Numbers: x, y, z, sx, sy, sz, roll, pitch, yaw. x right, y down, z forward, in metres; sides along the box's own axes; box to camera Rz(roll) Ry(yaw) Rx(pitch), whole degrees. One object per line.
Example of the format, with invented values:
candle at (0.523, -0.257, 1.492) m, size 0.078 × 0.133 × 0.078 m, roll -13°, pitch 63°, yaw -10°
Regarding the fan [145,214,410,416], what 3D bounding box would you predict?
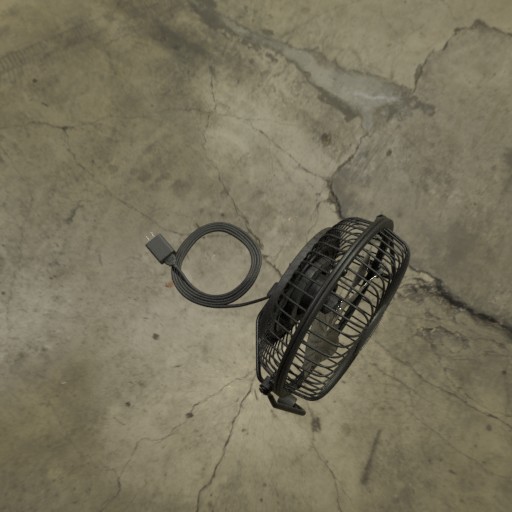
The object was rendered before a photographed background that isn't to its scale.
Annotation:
fan at (0.000, 0.000, 0.316) m, size 0.202 × 0.152 × 0.153 m, roll 35°, pitch 77°, yaw 9°
